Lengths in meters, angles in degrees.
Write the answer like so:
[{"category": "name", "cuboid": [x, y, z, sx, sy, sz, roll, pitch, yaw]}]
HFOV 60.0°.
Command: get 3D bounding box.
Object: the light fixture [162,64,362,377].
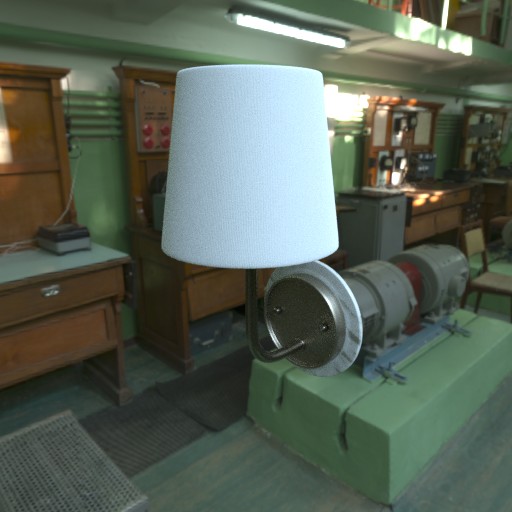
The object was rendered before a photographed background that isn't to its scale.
[{"category": "light fixture", "cuboid": [0.000, 0.000, 0.444, 0.168, 0.337, 0.188, 15, 22, 43]}]
